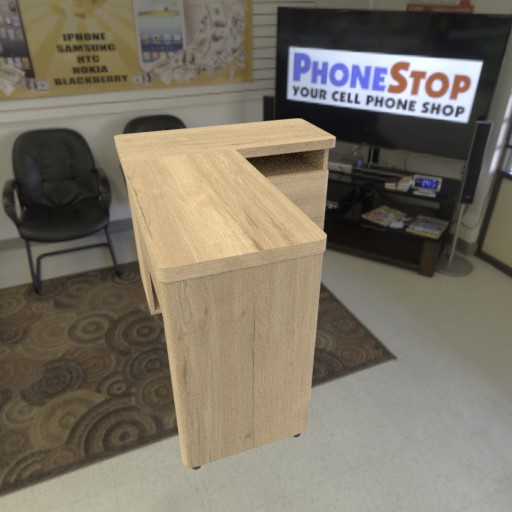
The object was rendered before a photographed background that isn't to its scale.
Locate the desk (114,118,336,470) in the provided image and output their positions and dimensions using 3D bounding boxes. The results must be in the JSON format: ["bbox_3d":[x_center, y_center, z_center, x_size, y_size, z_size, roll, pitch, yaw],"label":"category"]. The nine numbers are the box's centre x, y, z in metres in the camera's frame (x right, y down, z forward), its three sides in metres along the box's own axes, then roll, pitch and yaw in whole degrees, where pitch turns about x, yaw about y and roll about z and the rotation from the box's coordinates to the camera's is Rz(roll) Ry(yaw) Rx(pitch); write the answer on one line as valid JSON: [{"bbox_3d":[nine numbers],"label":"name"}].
[{"bbox_3d":[0.000,0.000,1.791,0.900,0.760,1.169,-11,32,-17],"label":"desk"}]
